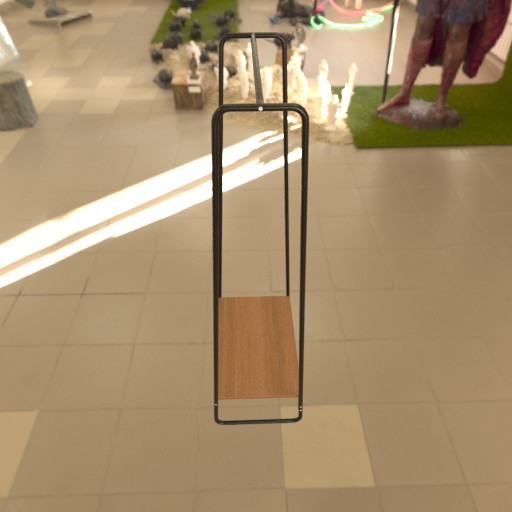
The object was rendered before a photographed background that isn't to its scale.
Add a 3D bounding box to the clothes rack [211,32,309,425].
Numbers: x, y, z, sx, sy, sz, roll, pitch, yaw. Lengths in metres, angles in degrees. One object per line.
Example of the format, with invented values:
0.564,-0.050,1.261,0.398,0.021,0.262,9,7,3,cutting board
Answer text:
0.000,0.000,1.783,0.400,1.500,0.640,-1,41,-2,clothes rack
